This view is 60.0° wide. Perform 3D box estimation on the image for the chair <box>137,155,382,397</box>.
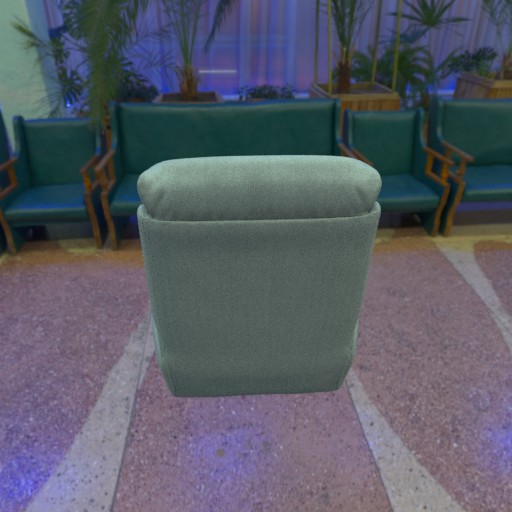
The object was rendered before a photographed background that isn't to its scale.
[{"bbox_3d":[0.000,0.000,1.689,0.812,1.013,0.940,-2,31,-3],"label":"chair"}]
